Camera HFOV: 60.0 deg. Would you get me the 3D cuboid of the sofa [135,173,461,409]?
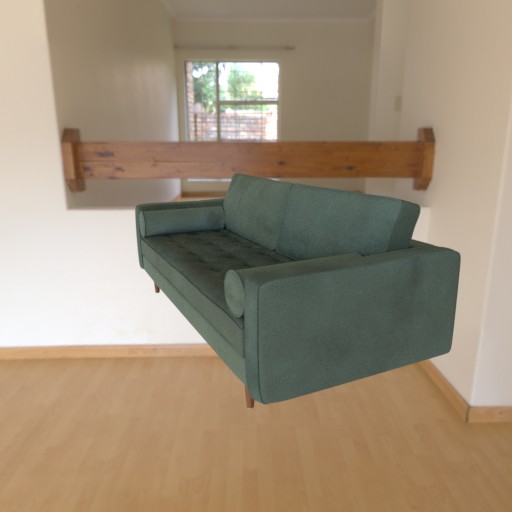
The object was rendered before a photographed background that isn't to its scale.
[{"bbox_3d":[0.000,0.000,2.391,0.916,0.772,1.880,-7,16,-25],"label":"sofa"}]
